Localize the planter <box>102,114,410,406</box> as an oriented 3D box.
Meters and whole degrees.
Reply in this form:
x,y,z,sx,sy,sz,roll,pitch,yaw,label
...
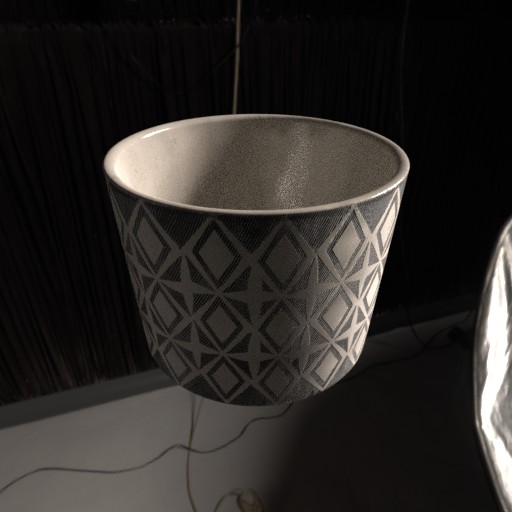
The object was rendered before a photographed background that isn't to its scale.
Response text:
x,y,z,sx,sy,sz,roll,pitch,yaw,label
0.000,0.000,0.448,0.260,0.220,0.260,0,31,0,planter
